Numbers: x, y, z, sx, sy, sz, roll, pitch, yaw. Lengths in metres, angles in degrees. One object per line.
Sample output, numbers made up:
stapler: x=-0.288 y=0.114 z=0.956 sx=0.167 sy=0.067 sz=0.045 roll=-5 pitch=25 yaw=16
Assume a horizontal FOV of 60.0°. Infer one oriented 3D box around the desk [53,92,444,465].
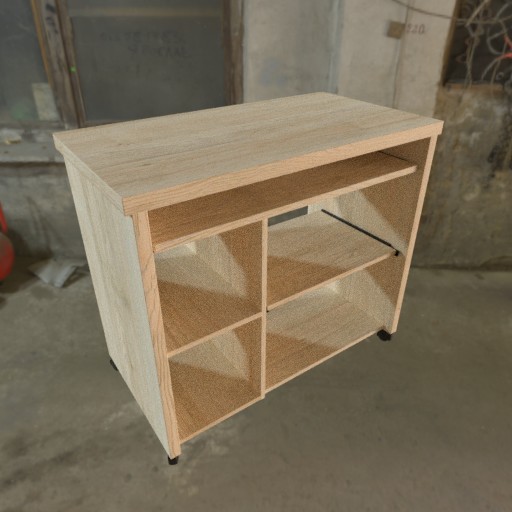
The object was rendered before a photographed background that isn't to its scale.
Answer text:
desk: x=0.000 y=0.000 z=1.328 sx=0.885 sy=0.770 sz=0.480 roll=-20 pitch=36 yaw=-29
